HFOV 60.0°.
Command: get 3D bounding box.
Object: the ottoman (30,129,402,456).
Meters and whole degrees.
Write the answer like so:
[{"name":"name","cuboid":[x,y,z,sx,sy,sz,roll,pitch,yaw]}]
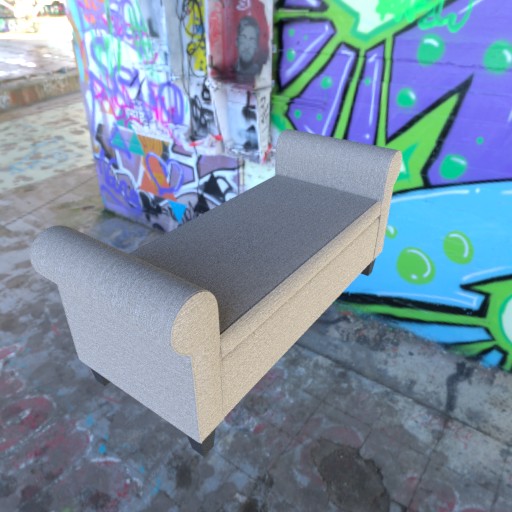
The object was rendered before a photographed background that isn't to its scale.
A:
[{"name":"ottoman","cuboid":[0.000,0.000,1.536,0.521,0.547,1.256,21,37,30]}]
